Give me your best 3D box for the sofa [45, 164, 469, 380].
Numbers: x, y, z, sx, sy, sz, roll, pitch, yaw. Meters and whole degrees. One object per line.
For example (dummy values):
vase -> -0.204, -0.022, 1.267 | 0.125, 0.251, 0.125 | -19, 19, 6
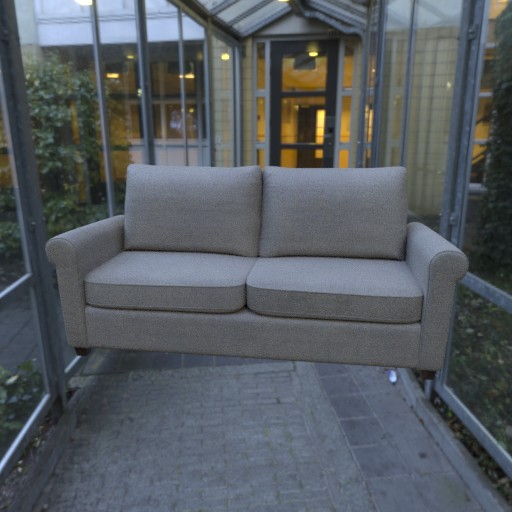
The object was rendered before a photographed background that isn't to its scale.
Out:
sofa -> 0.000, 0.000, 2.427 | 1.935, 0.942, 0.842 | 2, 16, 7
